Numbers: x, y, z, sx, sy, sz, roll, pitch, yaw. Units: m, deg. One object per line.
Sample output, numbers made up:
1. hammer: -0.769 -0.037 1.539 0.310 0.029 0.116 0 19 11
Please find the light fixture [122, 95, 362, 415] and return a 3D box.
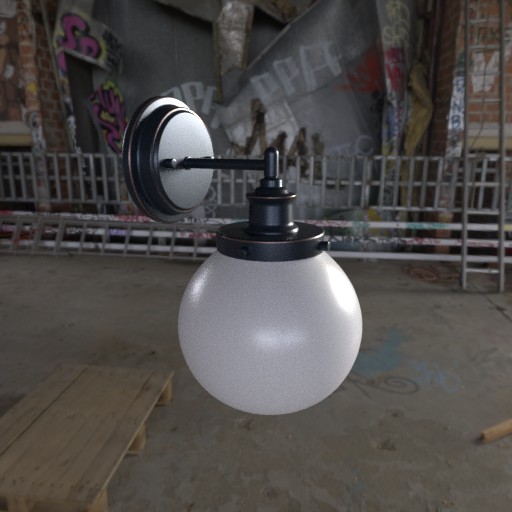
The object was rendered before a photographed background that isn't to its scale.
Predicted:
1. light fixture: 0.000 0.000 0.473 0.230 0.332 0.197 7 16 26
